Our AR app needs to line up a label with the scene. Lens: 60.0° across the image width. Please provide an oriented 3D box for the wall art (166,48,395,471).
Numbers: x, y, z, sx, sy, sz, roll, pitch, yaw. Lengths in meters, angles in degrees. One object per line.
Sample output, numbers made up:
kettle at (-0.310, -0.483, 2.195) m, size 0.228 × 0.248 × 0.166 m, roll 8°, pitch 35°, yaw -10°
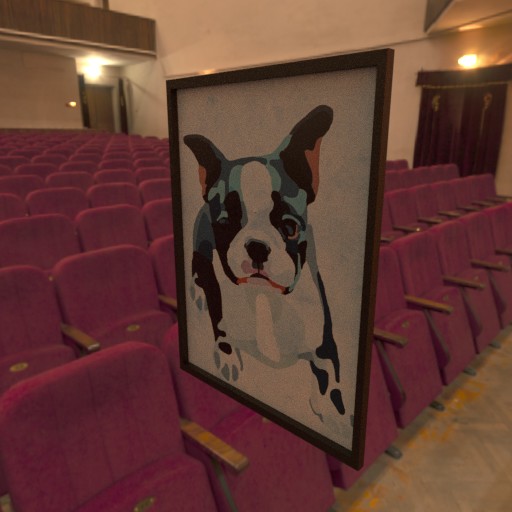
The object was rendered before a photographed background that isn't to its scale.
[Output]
wall art at (0.000, 0.000, 1.304) m, size 0.774 × 1.027 × 0.030 m, roll 14°, pitch 21°, yaw 42°
